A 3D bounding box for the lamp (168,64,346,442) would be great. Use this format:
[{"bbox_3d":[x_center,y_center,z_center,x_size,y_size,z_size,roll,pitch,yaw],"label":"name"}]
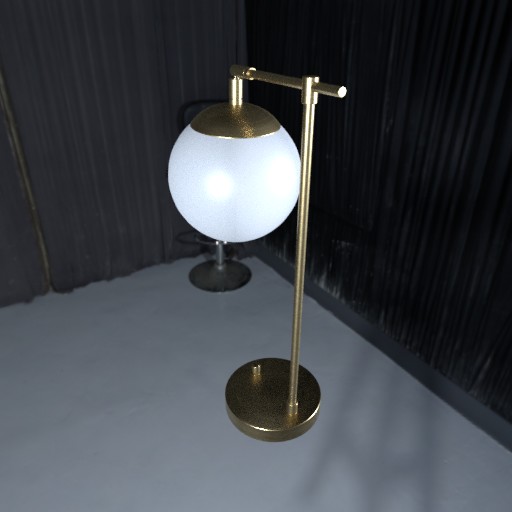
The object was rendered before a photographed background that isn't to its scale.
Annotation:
[{"bbox_3d":[0.000,0.000,0.707,0.207,0.559,0.324,-18,34,-29],"label":"lamp"}]
